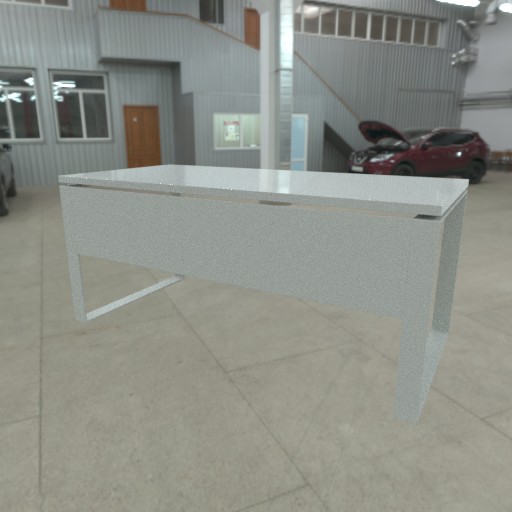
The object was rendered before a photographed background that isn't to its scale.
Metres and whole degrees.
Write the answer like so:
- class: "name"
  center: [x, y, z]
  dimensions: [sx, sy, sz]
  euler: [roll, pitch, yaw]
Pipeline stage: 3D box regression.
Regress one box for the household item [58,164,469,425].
- class: "household item"
  center: [0.000, 0.000, 2.125]
  dimensions: [1.700, 0.745, 0.800]
  euler: [9, 18, 29]
